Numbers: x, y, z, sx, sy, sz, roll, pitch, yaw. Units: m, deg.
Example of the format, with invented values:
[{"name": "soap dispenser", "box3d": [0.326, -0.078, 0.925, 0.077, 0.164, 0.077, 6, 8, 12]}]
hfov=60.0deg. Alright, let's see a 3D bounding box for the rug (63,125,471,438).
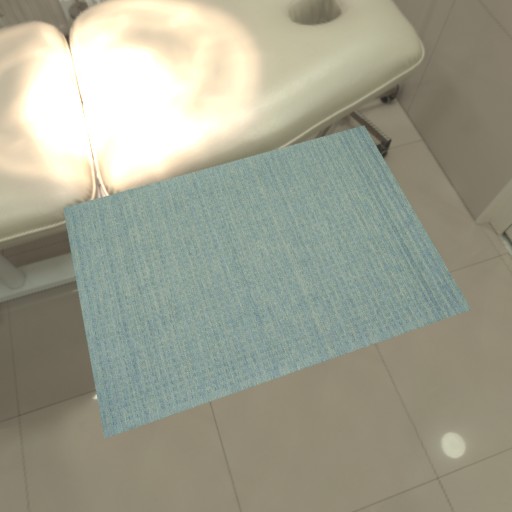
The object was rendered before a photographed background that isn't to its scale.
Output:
[{"name": "rug", "box3d": [0.000, 0.000, 3.685, 2.895, 0.006, 1.982, -17, 65, -8]}]
